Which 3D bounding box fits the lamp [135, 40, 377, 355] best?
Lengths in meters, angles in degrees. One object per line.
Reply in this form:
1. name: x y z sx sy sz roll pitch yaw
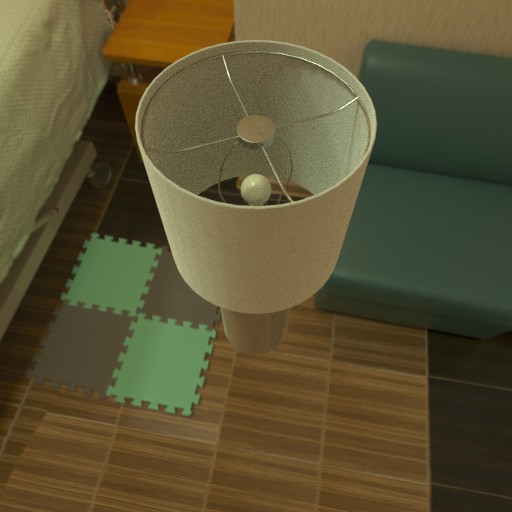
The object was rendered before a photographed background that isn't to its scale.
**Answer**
1. lamp: 0.000 0.000 0.603 0.212 0.493 0.212 -17 60 -10
